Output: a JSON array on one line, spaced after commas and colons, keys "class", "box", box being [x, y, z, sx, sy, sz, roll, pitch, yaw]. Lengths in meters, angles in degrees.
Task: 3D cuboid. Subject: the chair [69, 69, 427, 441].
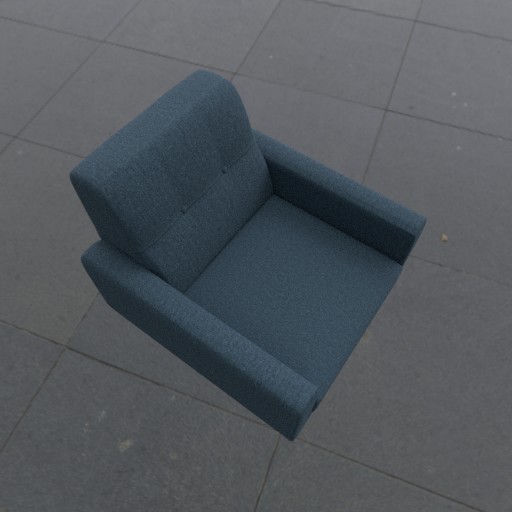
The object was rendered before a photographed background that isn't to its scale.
[{"class": "chair", "box": [0.000, 0.000, 1.693, 0.964, 0.940, 0.880, 31, 63, 18]}]
